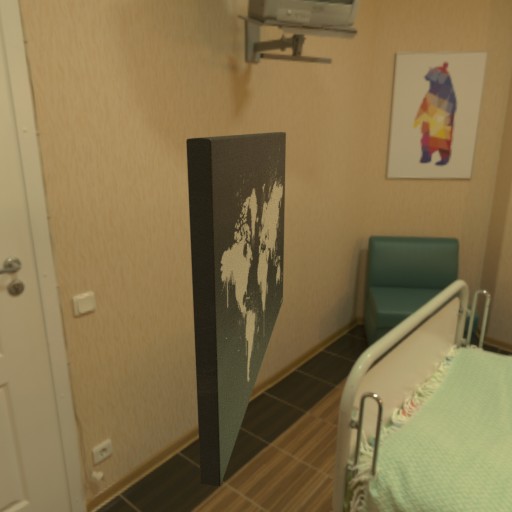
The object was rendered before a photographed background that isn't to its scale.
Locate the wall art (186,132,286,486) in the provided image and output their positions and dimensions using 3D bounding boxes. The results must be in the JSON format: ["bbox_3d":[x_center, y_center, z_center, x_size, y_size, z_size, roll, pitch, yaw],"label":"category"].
[{"bbox_3d":[0.000,0.000,1.151,0.038,0.612,0.912,3,16,10],"label":"wall art"}]
